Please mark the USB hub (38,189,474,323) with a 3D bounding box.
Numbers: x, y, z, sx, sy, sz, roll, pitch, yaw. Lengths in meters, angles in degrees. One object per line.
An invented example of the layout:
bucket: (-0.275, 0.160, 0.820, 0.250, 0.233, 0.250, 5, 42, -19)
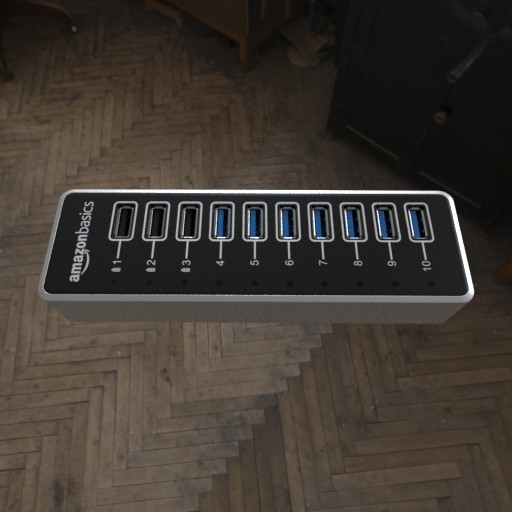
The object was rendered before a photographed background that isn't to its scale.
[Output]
USB hub: (0.000, 0.000, 0.164, 0.145, 0.023, 0.044, 0, 64, 0)
